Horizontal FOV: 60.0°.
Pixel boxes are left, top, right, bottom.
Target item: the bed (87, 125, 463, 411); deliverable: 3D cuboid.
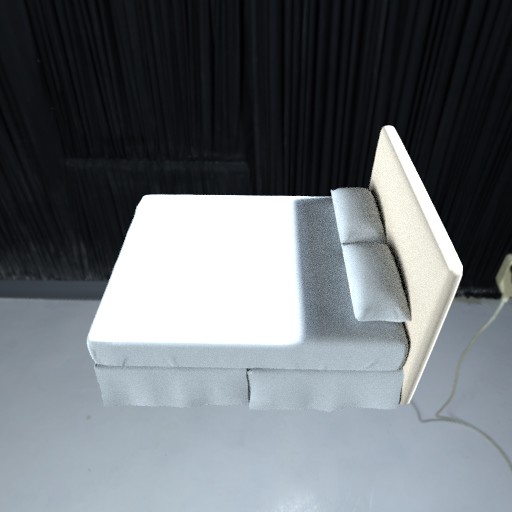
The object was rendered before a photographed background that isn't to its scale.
[{"bbox_3d":[0.000,0.000,3.265,2.142,1.330,1.748,1,41,1],"label":"bed"}]
